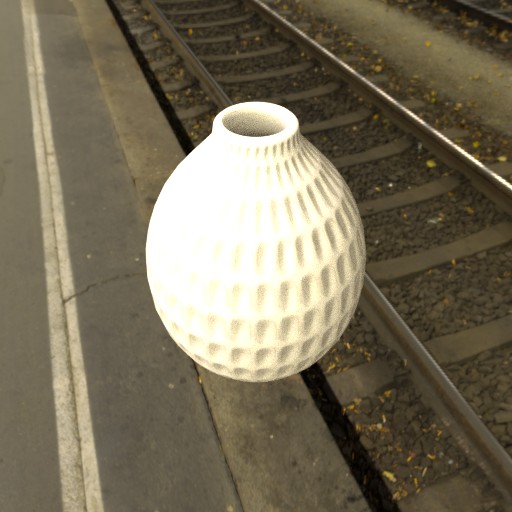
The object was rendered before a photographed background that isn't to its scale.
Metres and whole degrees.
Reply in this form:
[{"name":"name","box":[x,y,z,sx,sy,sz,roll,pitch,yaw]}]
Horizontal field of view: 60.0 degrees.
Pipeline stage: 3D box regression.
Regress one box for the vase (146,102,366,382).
[{"name":"vase","box":[0.000,0.000,0.335,0.162,0.223,0.162,0,45,0]}]
